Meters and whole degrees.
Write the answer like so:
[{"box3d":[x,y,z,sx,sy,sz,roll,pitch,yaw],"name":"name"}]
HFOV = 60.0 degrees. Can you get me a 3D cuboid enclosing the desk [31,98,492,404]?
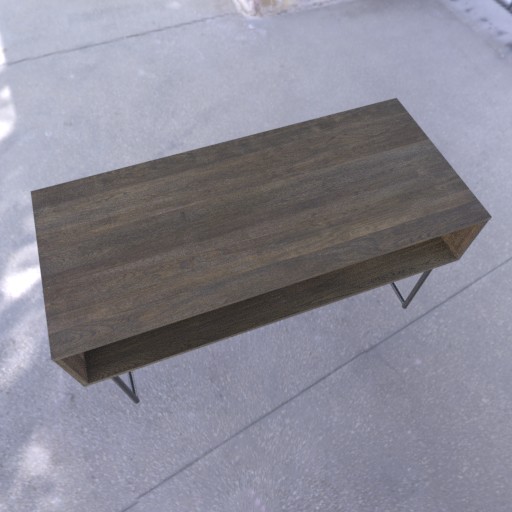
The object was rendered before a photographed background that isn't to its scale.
[{"box3d":[0.000,0.000,2.015,1.600,0.780,0.730,-17,60,-10],"name":"desk"}]
